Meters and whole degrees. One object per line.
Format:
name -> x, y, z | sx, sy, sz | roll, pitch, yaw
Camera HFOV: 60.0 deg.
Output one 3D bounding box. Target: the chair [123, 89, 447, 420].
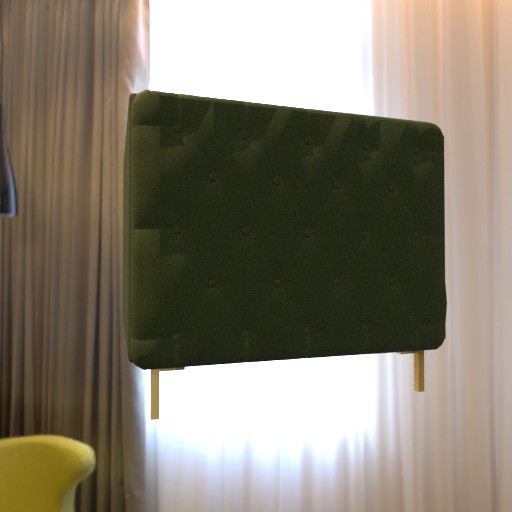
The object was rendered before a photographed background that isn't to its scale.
chair -> 0.000, 0.000, 1.506 | 0.855, 0.768, 0.917 | 0, -1, -18
